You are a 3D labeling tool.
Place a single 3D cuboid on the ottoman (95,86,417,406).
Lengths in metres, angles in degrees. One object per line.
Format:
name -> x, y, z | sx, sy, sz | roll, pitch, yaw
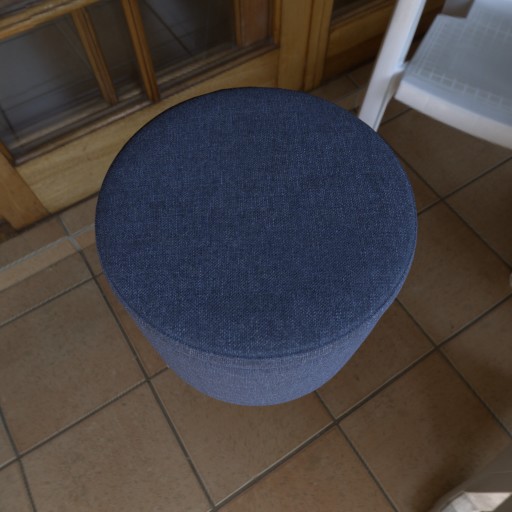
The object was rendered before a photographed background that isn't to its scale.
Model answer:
ottoman -> 0.000, 0.000, 0.879 | 0.520, 0.430, 0.520 | 0, 63, 0
